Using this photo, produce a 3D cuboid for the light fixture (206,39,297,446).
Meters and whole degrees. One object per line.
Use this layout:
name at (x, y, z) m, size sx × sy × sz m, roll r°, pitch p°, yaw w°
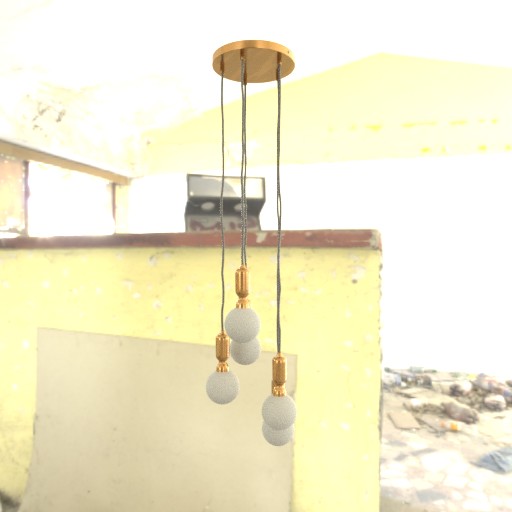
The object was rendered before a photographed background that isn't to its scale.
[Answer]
light fixture at (0.000, 0.000, 0.513) m, size 0.105 × 0.457 × 0.108 m, roll 0°, pitch 0°, yaw 37°
